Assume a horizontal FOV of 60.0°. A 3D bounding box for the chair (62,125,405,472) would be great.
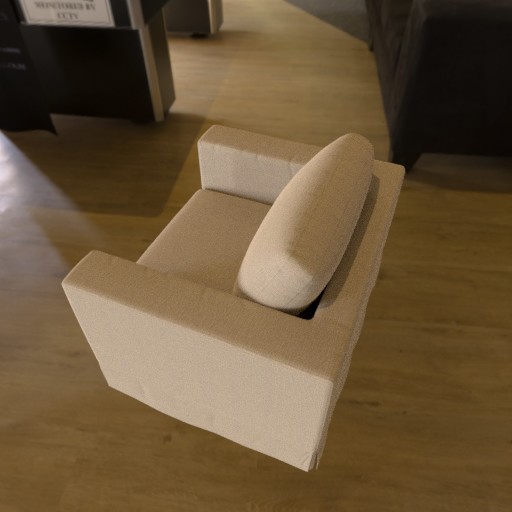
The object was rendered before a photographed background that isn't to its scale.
[{"bbox_3d":[0.000,0.000,1.816,0.957,0.878,1.150,17,48,16],"label":"chair"}]
